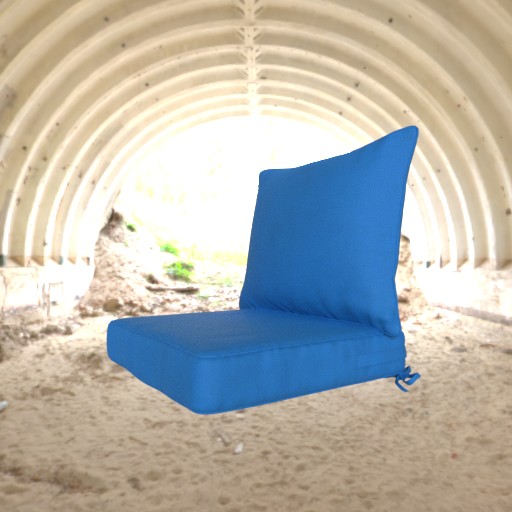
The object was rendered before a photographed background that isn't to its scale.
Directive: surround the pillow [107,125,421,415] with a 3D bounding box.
[{"bbox_3d":[0.000,0.000,1.365,0.733,0.725,0.798,1,-1,-34],"label":"pillow"}]
